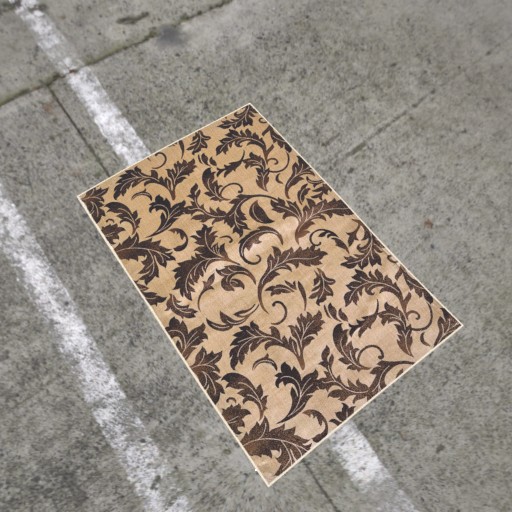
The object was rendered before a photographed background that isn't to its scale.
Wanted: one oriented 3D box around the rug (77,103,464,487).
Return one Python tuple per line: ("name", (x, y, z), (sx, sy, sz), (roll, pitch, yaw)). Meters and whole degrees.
("rug", (0.000, 0.000, 2.946), (1.522, 0.008, 2.284), (-33, 69, -15))
